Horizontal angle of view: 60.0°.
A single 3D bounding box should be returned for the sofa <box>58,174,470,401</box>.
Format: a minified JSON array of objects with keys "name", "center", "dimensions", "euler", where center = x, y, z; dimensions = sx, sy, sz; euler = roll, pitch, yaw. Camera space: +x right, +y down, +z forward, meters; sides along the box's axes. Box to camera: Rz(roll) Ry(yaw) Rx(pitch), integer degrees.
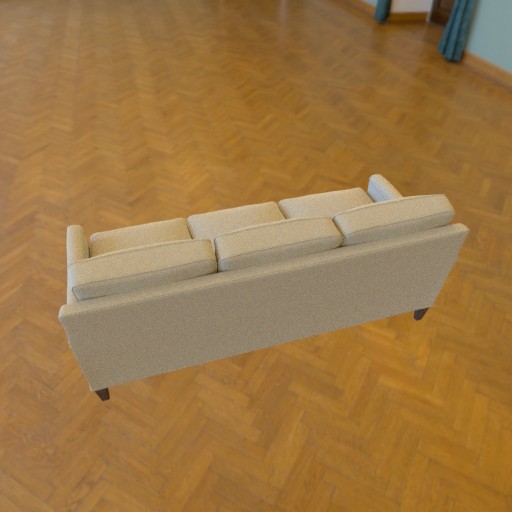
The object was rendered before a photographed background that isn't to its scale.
[{"name":"sofa","center":[0.000,0.000,2.815],"dimensions":[2.246,1.003,1.084],"euler":[-11,42,-13]}]
